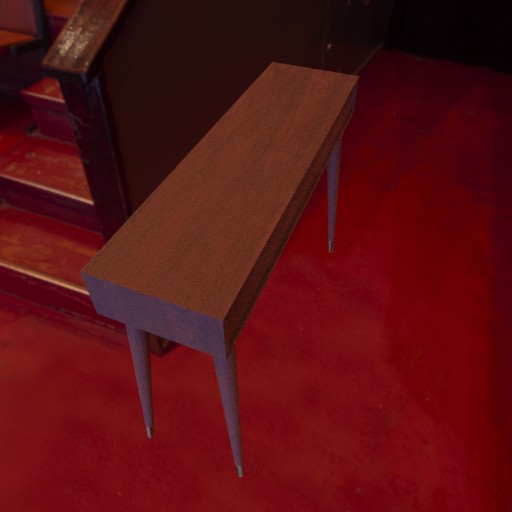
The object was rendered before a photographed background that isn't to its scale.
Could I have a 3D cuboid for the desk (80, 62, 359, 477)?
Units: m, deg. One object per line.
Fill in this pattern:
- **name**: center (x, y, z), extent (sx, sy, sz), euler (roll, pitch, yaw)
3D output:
- **desk**: center (0.000, 0.000, 1.642), extent (0.384, 0.917, 1.204), euler (16, 48, 15)
